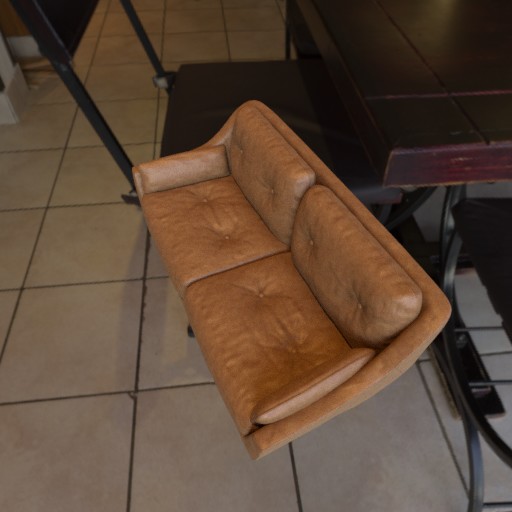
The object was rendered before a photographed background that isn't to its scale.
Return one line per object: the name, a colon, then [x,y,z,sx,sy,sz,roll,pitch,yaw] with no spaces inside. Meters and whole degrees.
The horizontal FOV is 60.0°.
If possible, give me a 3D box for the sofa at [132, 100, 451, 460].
sofa: [0.000,0.000,2.377,0.904,0.839,1.902,-19,50,-17]
